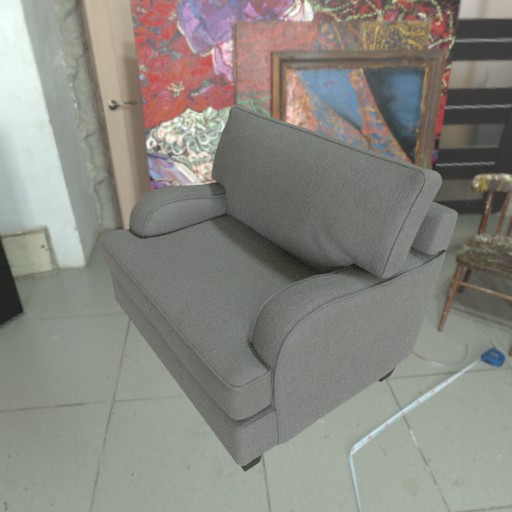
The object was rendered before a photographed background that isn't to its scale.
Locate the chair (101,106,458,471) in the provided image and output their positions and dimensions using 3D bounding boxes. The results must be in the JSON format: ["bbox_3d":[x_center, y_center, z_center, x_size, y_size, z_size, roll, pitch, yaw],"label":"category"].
[{"bbox_3d":[0.000,0.000,1.967,1.041,1.016,1.220,-20,37,-30],"label":"chair"}]
